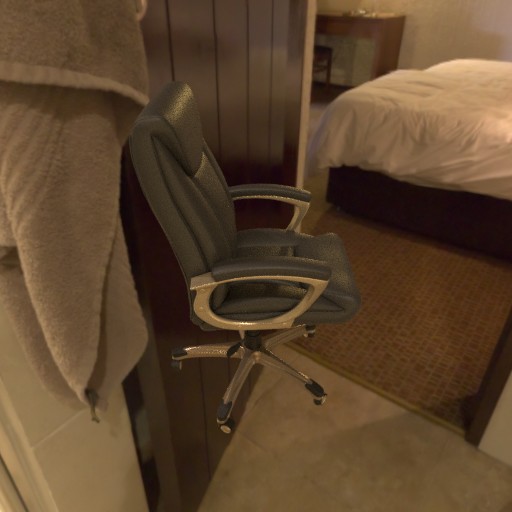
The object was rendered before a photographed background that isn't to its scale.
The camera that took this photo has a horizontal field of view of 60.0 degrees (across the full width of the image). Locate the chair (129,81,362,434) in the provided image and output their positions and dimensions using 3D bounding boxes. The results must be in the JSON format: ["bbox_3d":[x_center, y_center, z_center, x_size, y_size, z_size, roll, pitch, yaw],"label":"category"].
[{"bbox_3d":[0.000,0.000,1.675,0.748,1.188,0.694,0,32,0],"label":"chair"}]
